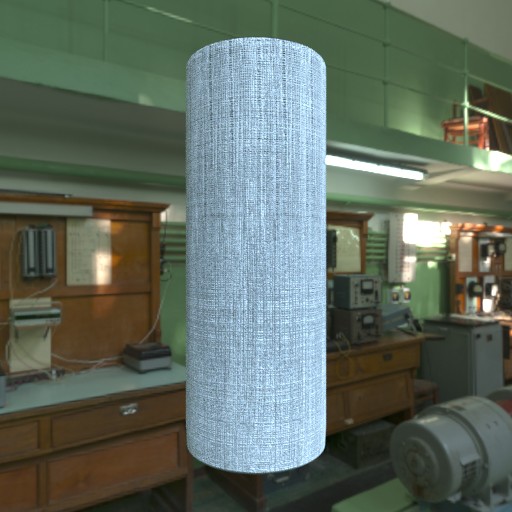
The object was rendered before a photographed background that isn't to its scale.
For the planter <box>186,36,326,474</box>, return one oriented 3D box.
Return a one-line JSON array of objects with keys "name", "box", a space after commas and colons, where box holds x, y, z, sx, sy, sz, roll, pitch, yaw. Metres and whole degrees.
[{"name": "planter", "box": [0.000, 0.000, 0.320, 0.100, 0.270, 0.100, 0, 0, -35]}]
